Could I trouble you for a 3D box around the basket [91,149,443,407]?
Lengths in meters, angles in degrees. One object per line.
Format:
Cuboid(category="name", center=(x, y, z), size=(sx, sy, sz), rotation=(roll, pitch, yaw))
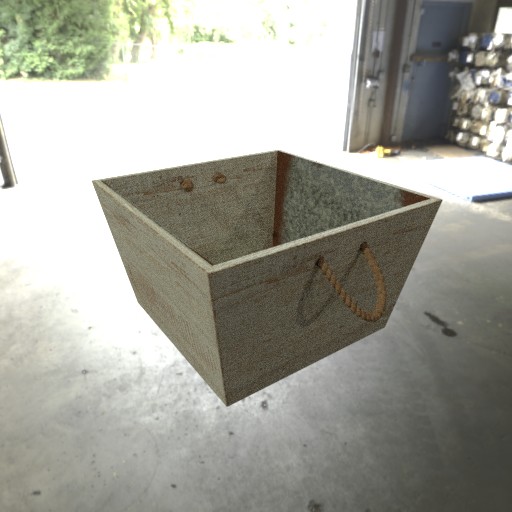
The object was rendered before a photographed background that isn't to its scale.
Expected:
Cuboid(category="basket", center=(0.000, 0.000, 0.781), size=(0.413, 0.247, 0.545), rotation=(-17, 31, -31))
